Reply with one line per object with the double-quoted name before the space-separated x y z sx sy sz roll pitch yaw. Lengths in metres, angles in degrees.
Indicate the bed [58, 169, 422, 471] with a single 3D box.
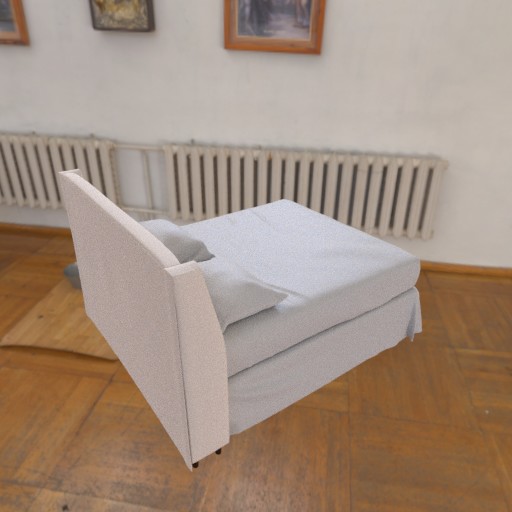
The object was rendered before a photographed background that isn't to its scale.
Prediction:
"bed" 0.000 0.000 3.470 2.276 1.332 1.925 -18 33 -31
